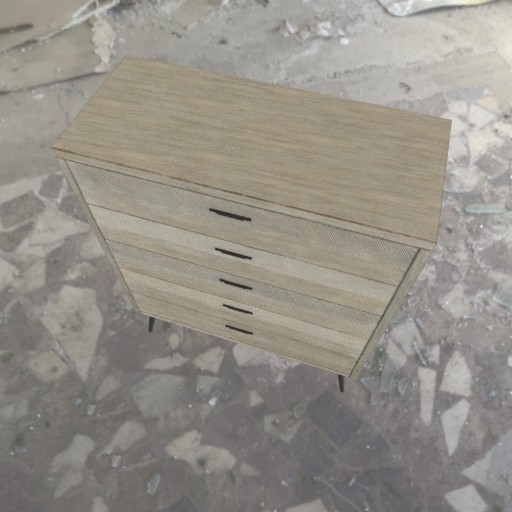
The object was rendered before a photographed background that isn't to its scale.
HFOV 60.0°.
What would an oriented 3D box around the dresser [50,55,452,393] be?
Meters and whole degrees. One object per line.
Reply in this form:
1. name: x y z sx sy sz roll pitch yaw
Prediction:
1. dresser: 0.000 0.000 1.724 1.016 1.219 0.457 15 58 10
